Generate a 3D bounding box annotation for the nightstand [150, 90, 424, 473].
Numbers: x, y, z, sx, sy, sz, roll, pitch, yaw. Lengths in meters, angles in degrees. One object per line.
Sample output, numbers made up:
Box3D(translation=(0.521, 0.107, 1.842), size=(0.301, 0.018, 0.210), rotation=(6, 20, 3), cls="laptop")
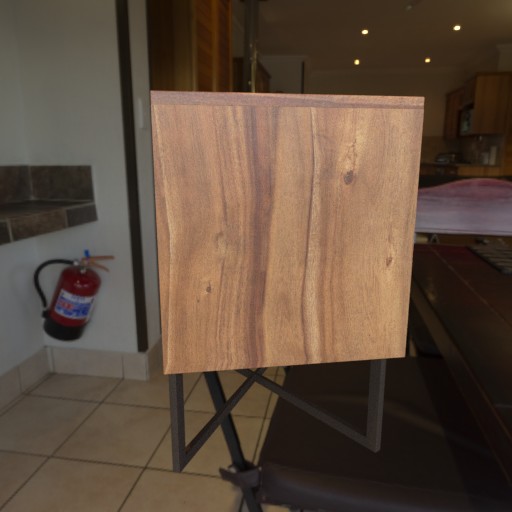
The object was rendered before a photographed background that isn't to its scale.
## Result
Box3D(translation=(0.000, 0.000, 1.006), size=(0.427, 0.615, 0.613), rotation=(-2, 12, -9), cls="nightstand")
